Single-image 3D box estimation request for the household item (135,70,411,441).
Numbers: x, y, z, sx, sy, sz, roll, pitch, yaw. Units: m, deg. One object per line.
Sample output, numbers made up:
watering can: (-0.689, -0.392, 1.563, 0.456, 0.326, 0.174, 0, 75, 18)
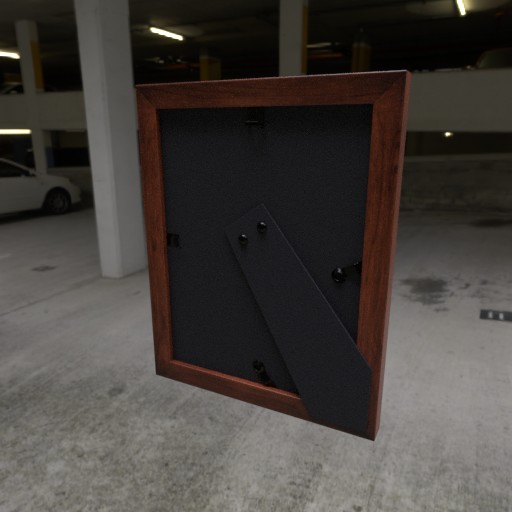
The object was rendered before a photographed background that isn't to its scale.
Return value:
household item: (0.000, 0.000, 0.337, 0.200, 0.250, 0.020, 8, 18, 26)
